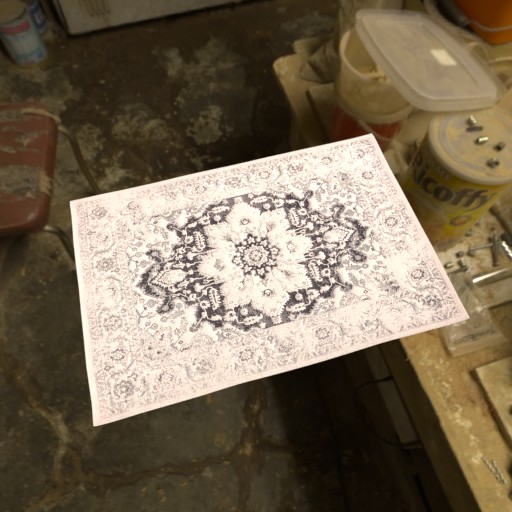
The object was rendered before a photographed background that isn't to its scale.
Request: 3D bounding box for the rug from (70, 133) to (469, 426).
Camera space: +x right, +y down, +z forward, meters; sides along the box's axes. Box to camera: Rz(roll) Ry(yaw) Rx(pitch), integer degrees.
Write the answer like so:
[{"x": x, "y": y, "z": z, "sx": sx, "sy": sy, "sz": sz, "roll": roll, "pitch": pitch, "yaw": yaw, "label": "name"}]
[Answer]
[{"x": 0.000, "y": 0.000, "z": 2.301, "sx": 1.813, "sy": 0.008, "sz": 1.223, "roll": -14, "pitch": 63, "yaw": -7, "label": "rug"}]
